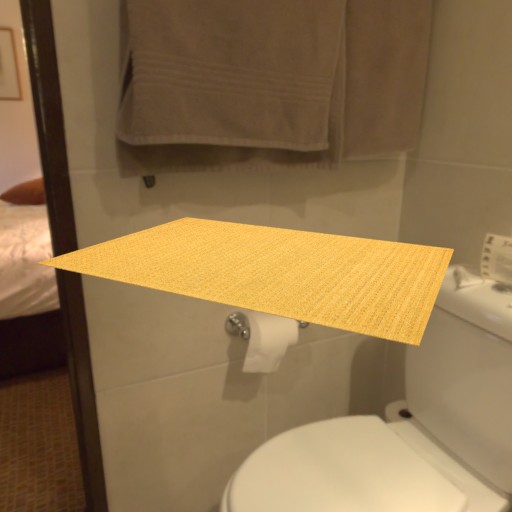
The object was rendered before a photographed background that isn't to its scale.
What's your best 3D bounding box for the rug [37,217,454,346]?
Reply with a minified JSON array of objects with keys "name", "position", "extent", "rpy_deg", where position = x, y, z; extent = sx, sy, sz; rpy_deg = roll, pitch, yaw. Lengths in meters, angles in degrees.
[{"name":"rug","position":[0.000,0.000,3.712],"extent":[2.895,0.006,1.981],"rpy_deg":[9,19,27]}]
